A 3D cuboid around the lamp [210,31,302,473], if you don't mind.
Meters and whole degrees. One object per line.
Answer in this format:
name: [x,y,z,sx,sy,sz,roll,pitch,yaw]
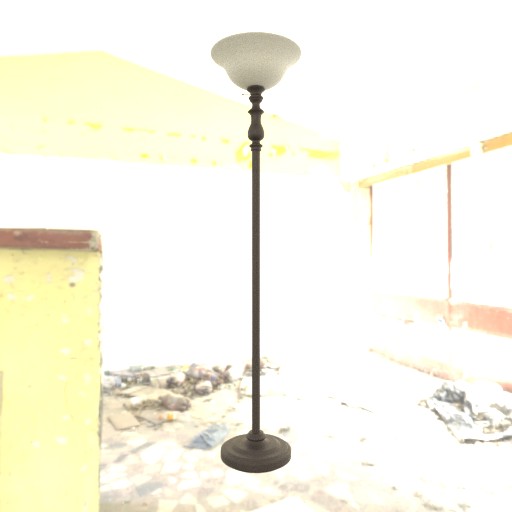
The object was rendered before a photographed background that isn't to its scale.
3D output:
lamp: [0.000,0.000,1.974,0.405,1.797,0.405,0,0,2]
